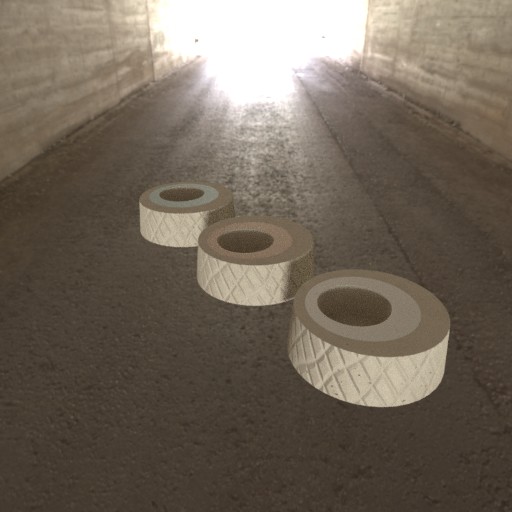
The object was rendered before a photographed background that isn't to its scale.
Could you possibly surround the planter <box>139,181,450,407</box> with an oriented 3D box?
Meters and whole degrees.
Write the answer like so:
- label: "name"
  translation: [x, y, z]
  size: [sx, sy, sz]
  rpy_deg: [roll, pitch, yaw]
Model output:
- label: "planter"
  translation: [0.000, 0.000, 0.422]
  size: [0.114, 0.038, 0.390]
  rpy_deg: [-18, 33, -31]
